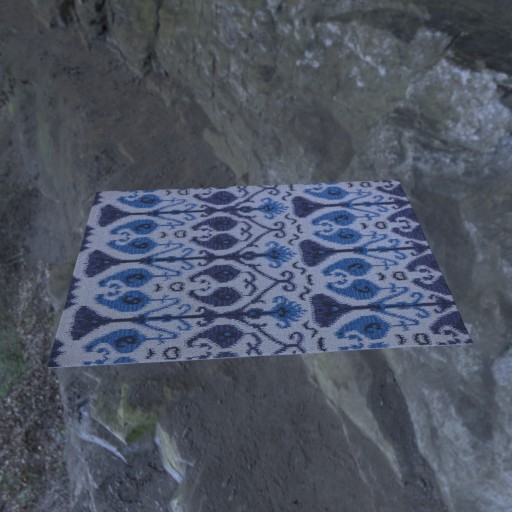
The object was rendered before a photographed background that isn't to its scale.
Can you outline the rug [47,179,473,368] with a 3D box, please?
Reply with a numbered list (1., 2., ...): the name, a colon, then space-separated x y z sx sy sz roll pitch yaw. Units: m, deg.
1. rug: 0.000 0.000 2.116 1.698 0.013 1.072 -3 47 -3
